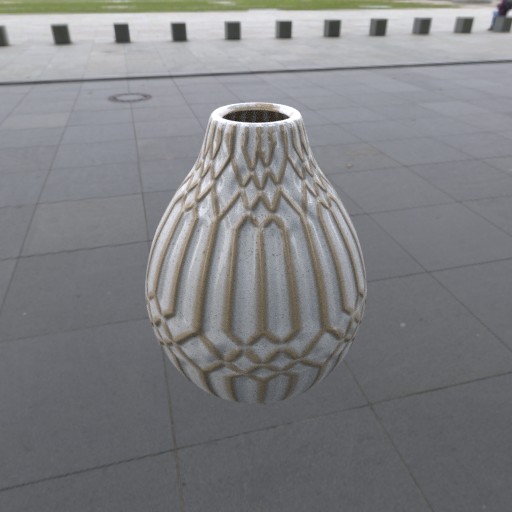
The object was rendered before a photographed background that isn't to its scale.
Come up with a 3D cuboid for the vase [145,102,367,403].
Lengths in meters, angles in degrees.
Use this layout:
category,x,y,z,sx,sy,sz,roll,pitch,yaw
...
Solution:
category,x,y,z,sx,sy,sz,roll,pitch,yaw
vase,0.000,0.000,0.315,0.159,0.200,0.159,0,32,0
